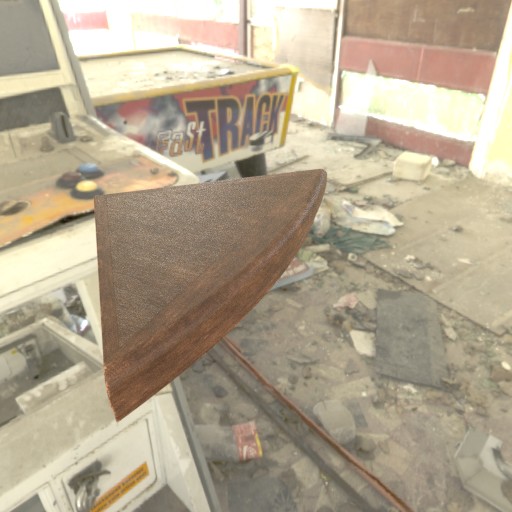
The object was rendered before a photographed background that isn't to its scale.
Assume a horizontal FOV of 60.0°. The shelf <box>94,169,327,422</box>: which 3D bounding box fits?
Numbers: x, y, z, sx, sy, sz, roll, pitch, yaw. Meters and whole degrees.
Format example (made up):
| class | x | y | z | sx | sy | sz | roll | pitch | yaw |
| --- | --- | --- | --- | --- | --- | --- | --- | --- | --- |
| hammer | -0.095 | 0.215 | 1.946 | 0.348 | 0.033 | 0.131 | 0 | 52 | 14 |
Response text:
| class | x | y | z | sx | sy | sz | roll | pitch | yaw |
| --- | --- | --- | --- | --- | --- | --- | --- | --- | --- |
| shelf | 0.000 | 0.000 | 0.463 | 0.310 | 0.050 | 0.310 | -10 | 33 | -15 |
